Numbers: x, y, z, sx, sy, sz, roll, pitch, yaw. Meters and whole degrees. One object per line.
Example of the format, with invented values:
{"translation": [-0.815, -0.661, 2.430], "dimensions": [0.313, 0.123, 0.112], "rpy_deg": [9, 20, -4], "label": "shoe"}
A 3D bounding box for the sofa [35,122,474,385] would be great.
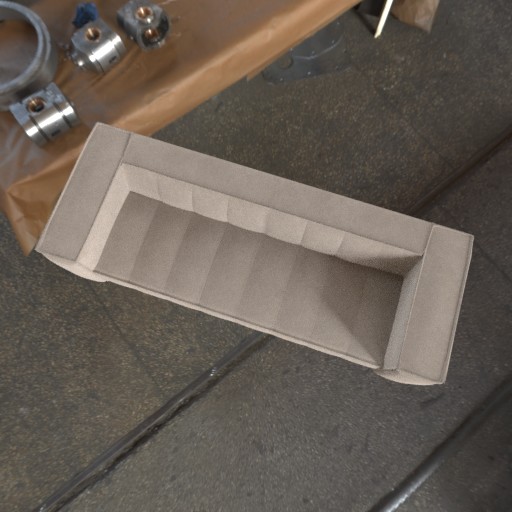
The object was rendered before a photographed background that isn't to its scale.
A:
{"translation": [0.000, 0.000, 3.148], "dimensions": [2.697, 0.680, 1.038], "rpy_deg": [18, 76, 4], "label": "sofa"}
